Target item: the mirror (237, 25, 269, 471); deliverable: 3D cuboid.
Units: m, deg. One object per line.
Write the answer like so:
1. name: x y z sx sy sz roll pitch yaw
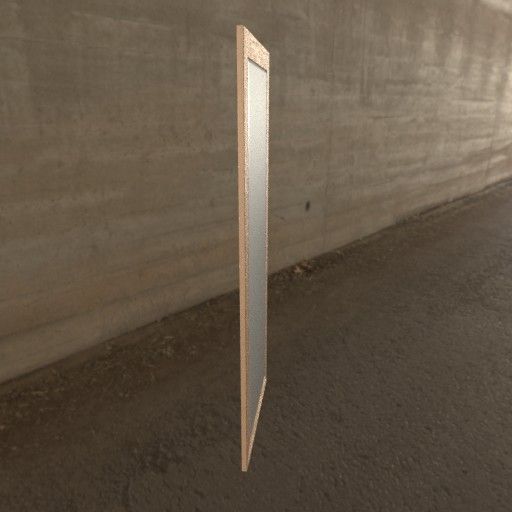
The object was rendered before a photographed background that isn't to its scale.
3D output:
1. mirror: 0.000 0.000 2.313 0.026 2.031 0.812 3 18 8
